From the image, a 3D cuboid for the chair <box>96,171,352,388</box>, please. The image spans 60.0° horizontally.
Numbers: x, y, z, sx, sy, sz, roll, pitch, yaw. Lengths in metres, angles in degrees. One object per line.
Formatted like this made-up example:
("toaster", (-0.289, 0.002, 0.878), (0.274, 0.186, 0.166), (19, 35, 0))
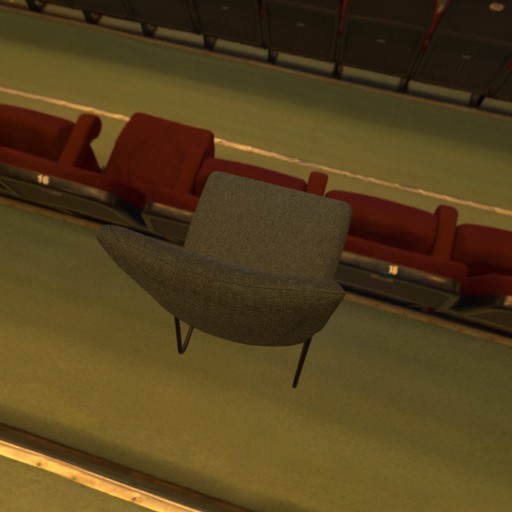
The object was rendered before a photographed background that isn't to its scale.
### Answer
("chair", (0.000, 0.000, 1.259), (0.480, 0.931, 0.635), (15, 64, 7))
